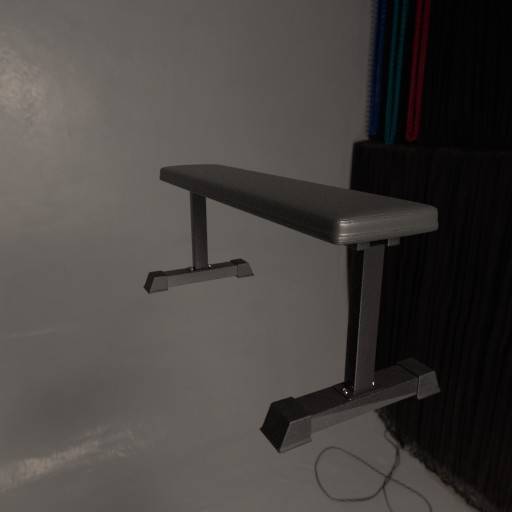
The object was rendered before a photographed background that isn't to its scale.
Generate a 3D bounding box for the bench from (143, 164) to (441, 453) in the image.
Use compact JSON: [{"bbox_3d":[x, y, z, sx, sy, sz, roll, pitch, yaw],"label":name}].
[{"bbox_3d":[0.000,0.000,1.300,0.439,0.453,1.072,-9,19,-27],"label":"bench"}]
